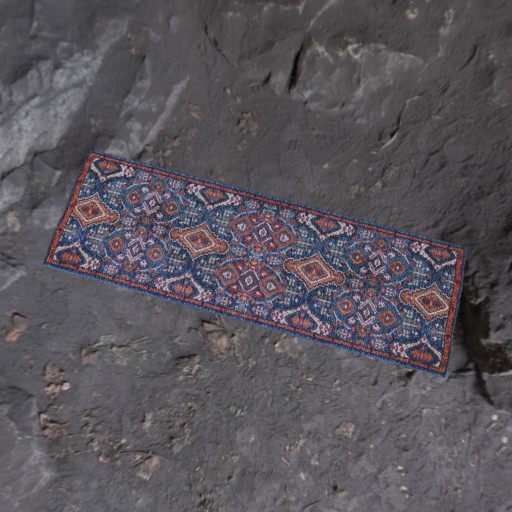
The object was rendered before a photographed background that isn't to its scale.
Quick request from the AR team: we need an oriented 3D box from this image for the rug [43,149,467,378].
[{"bbox_3d":[0.000,0.000,2.679,2.459,0.010,0.801,15,76,4],"label":"rug"}]
